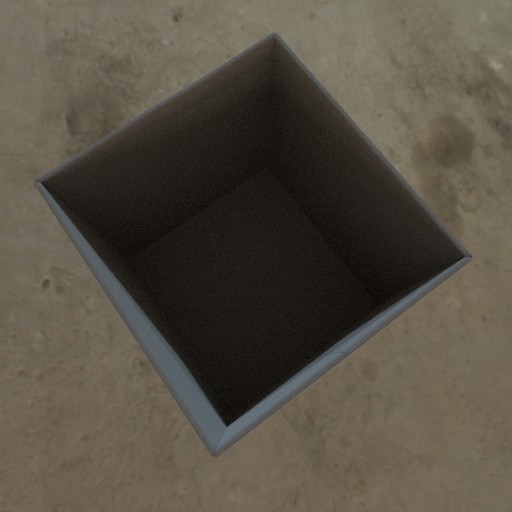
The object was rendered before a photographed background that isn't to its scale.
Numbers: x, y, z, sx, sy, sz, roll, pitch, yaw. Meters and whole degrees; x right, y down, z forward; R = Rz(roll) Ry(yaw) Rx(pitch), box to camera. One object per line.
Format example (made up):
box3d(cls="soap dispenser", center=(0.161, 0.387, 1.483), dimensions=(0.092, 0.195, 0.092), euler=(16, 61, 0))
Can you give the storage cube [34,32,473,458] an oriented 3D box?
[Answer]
box3d(cls="storage cube", center=(0.000, 0.000, 0.495), dimensions=(0.270, 0.280, 0.270), euler=(-35, 78, -8))
